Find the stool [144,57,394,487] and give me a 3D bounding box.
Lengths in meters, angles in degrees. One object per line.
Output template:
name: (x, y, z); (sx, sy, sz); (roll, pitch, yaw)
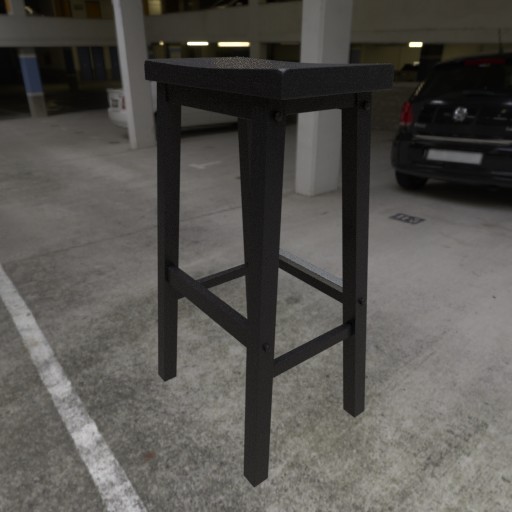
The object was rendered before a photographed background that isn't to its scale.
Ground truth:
stool: (0.000, 0.000, 0.921); (0.322, 0.742, 0.406); (-19, 31, -33)
